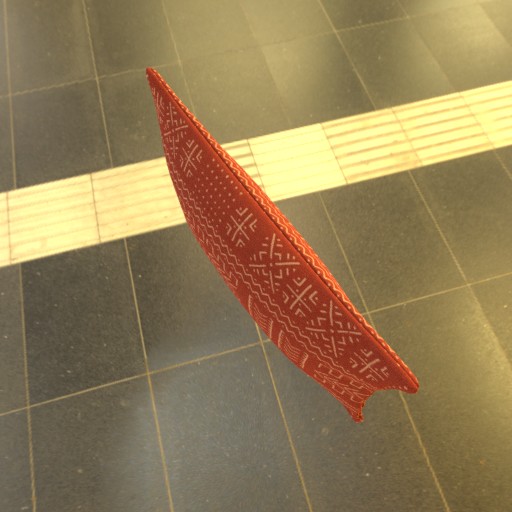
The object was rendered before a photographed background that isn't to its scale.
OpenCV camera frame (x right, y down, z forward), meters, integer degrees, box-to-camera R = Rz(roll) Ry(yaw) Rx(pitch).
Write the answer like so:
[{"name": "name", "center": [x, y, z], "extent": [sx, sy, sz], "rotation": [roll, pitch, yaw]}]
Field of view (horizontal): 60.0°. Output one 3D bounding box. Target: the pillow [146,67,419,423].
[{"name": "pillow", "center": [0.000, 0.000, 0.768], "extent": [0.130, 0.352, 0.640], "rotation": [-33, 69, -14]}]
